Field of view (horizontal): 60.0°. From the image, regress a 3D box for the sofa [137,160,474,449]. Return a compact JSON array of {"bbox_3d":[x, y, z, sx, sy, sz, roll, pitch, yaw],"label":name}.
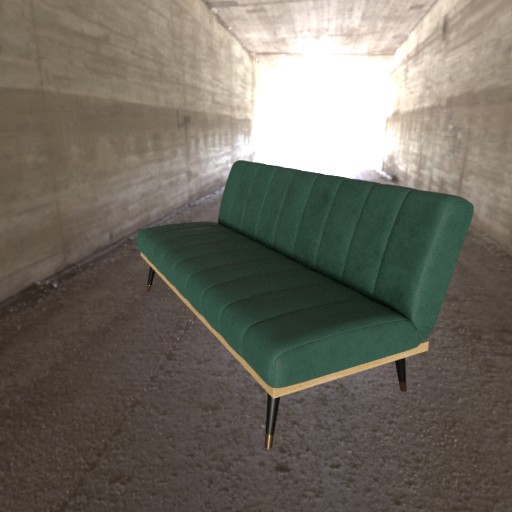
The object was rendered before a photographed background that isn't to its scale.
[{"bbox_3d":[0.000,0.000,2.258,0.830,0.820,1.810,-8,19,-26],"label":"sofa"}]
